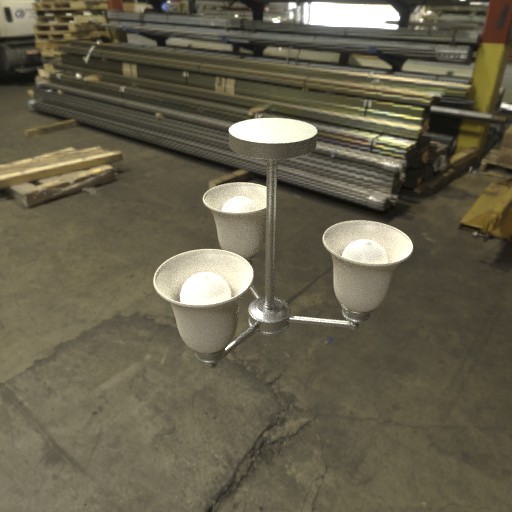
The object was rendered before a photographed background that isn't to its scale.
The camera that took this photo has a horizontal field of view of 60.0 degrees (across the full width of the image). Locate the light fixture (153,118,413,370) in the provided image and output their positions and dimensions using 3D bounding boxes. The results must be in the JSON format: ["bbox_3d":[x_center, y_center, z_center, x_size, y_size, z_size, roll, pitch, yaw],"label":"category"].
[{"bbox_3d":[0.000,0.000,0.677,0.388,0.370,0.354,23,39,32],"label":"light fixture"}]
